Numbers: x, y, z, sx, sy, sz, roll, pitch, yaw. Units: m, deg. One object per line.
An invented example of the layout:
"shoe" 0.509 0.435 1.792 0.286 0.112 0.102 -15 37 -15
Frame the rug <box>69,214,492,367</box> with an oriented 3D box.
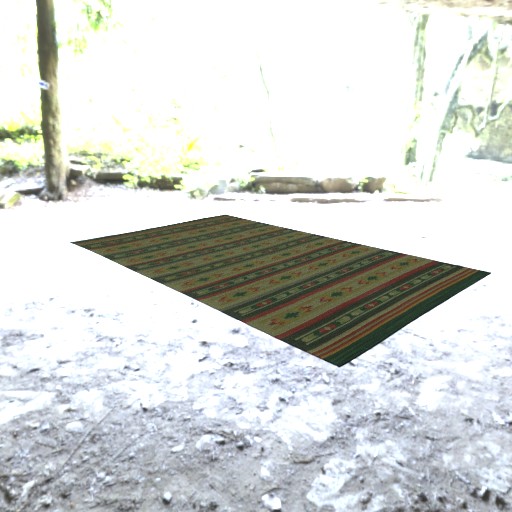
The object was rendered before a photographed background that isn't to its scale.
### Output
"rug" 0.000 0.000 2.959 1.520 0.011 2.447 -16 23 -42
